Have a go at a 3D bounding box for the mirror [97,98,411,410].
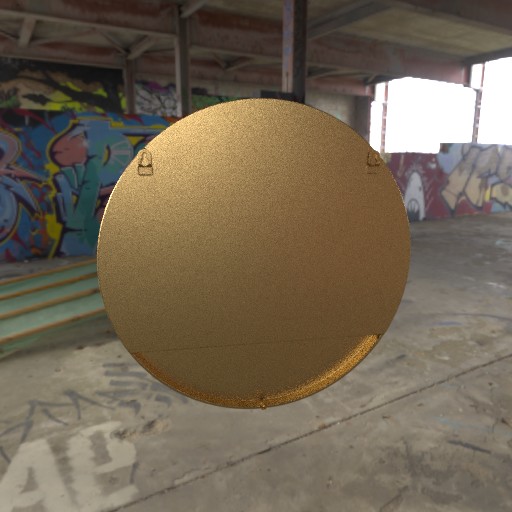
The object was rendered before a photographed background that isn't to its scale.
[{"bbox_3d":[0.000,0.000,0.698,0.457,0.457,0.133,-2,13,-10],"label":"mirror"}]
